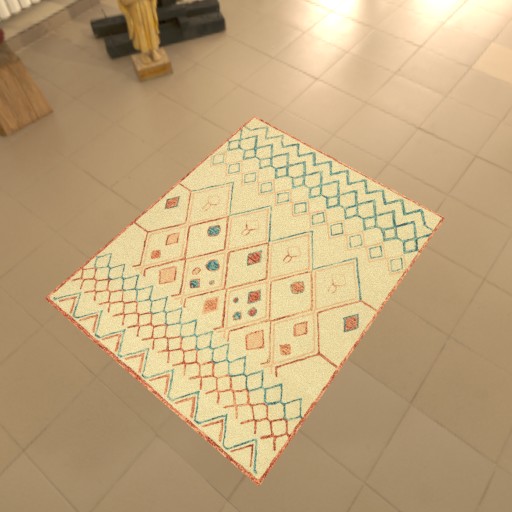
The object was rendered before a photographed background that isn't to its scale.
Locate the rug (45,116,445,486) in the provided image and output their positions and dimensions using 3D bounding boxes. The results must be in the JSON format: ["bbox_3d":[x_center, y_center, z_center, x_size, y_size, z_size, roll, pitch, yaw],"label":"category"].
[{"bbox_3d":[0.000,0.000,4.220,2.441,0.016,3.050,34,64,19],"label":"rug"}]
